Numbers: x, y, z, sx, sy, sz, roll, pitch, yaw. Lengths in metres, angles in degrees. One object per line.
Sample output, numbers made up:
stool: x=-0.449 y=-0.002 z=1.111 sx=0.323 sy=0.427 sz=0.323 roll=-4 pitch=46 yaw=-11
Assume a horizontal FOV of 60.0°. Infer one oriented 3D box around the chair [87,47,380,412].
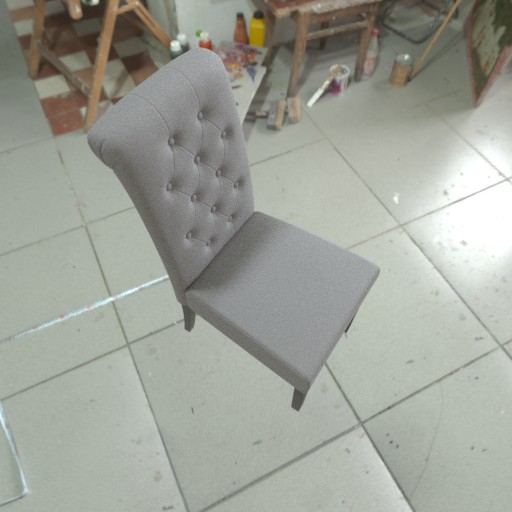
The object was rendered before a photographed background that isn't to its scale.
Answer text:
chair: x=0.000 y=0.000 z=1.366 sx=0.671 sy=1.006 sz=0.456 roll=30 pitch=62 yaw=18
